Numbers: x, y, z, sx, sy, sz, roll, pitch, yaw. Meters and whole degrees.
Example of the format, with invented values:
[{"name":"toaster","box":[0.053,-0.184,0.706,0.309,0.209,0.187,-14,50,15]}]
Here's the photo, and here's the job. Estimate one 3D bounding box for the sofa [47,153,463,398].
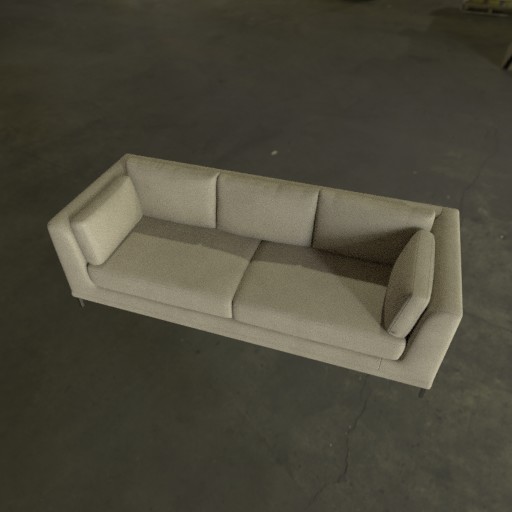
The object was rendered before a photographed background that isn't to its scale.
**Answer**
[{"name":"sofa","box":[0.000,0.000,2.964,2.415,0.867,0.969,12,42,14]}]
